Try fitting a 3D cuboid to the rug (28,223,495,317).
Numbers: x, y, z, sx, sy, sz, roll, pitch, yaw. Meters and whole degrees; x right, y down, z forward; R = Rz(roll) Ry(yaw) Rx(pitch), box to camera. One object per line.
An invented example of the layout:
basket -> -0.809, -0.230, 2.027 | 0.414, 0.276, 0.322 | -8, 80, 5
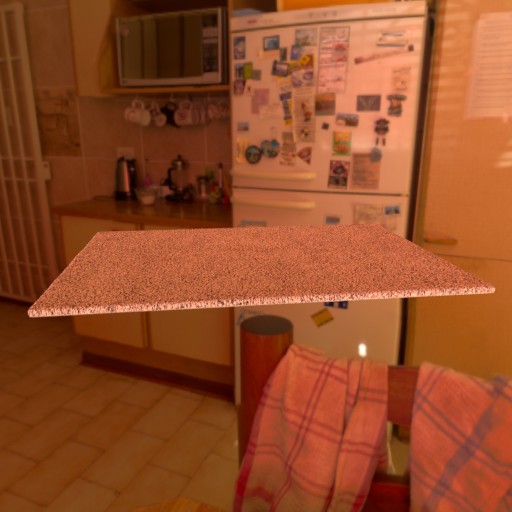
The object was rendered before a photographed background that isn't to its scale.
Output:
rug -> 0.000, 0.000, 2.235 | 1.778, 0.030, 1.219 | -2, 16, -7
